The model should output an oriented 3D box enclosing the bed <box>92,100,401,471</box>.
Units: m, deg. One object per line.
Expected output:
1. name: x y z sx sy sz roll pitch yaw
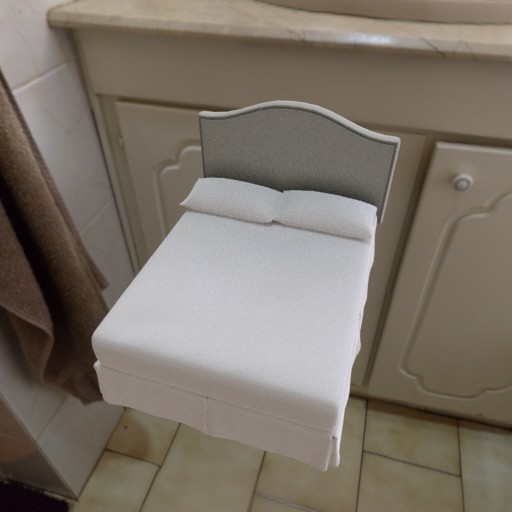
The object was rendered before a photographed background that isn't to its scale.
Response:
1. bed: 0.000 0.000 3.382 1.813 1.607 2.180 12 42 13
